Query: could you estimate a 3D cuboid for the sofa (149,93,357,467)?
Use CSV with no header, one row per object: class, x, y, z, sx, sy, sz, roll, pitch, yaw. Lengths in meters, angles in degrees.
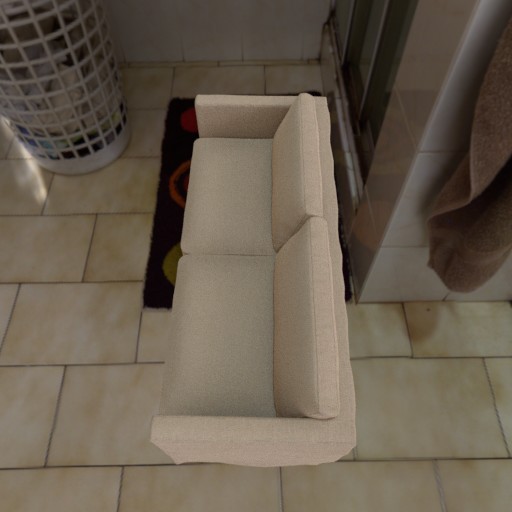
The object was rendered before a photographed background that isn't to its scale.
sofa,0.000,0.000,2.772,0.962,0.853,2.312,1,59,1
